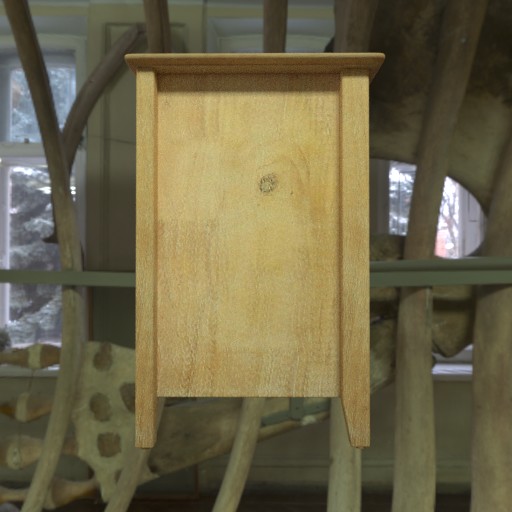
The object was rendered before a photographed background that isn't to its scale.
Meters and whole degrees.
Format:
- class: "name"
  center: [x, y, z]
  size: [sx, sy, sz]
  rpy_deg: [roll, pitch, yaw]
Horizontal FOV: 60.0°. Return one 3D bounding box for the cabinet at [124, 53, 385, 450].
- class: "cabinet"
  center: [0.000, 0.000, 1.218]
  size: [0.503, 0.762, 0.763]
  rpy_deg: [0, -1, 0]
